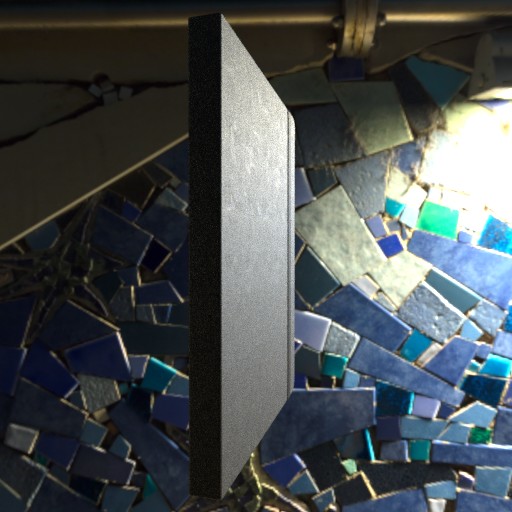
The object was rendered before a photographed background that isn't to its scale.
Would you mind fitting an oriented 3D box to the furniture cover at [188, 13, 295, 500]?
[{"bbox_3d":[0.000,0.000,0.360,0.023,0.281,0.216,0,1,16],"label":"furniture cover"}]
